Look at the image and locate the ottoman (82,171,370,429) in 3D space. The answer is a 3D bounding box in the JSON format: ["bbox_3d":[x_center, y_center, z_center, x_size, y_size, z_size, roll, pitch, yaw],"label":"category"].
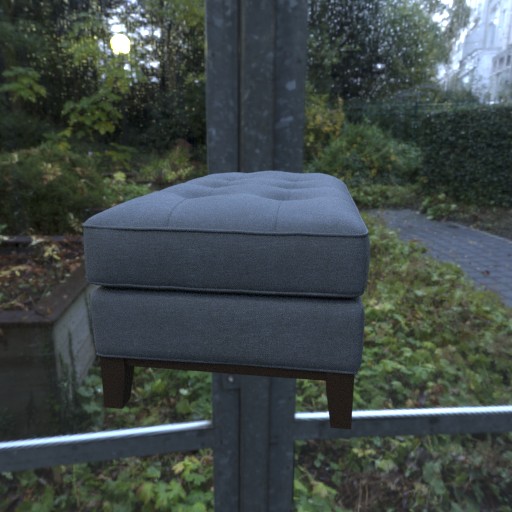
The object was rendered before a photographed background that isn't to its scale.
[{"bbox_3d":[0.000,0.000,1.506,0.648,0.514,1.143,2,15,8],"label":"ottoman"}]
